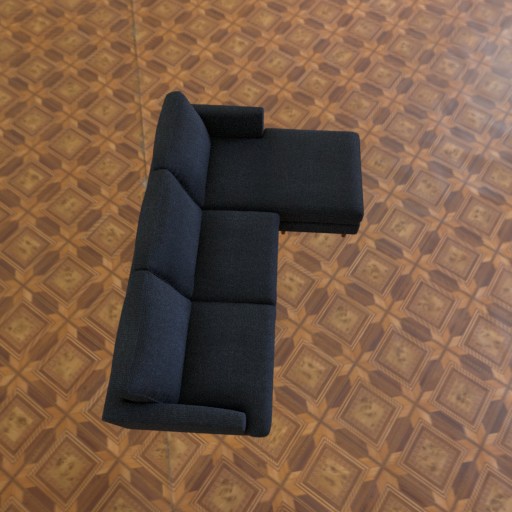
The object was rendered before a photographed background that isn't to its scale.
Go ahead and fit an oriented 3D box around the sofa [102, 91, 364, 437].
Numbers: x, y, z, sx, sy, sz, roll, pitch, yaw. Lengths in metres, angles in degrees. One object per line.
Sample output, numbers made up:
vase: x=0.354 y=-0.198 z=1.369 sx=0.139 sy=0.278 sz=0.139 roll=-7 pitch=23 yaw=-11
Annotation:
sofa: x=0.000 y=0.000 z=2.964 sx=1.504 sy=0.956 sz=2.233 roll=3 pitch=64 yaw=1
